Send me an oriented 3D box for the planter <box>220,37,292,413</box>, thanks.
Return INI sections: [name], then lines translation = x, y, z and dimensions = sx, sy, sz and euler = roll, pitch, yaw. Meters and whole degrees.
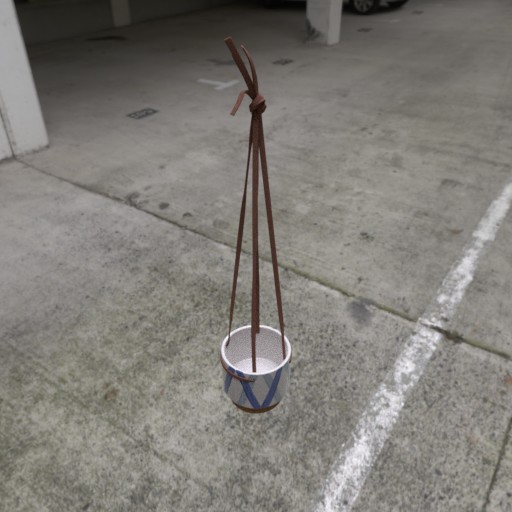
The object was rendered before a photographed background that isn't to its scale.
[planter]
translation = 0.000, 0.000, 0.835
dimensions = 0.153, 0.753, 0.157
euler = 21, 38, 30
